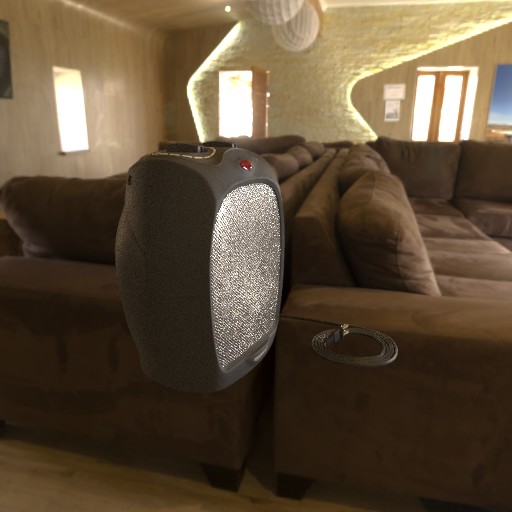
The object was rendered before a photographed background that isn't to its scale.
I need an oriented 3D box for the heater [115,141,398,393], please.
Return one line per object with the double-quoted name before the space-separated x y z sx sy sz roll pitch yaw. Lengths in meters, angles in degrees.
"heater" 0.000 0.000 0.481 0.291 0.240 0.239 9 19 27
